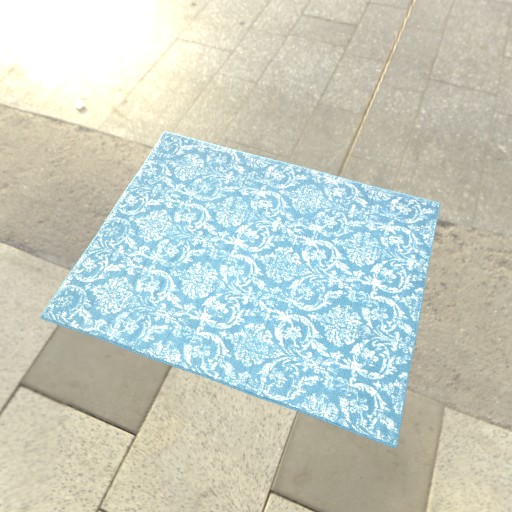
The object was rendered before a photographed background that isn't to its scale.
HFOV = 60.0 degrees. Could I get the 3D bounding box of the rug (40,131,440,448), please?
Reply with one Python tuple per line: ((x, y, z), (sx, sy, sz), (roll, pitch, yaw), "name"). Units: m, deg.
((0.000, 0.000, 4.008), (2.980, 0.012, 2.363), (17, 60, 10), "rug")
